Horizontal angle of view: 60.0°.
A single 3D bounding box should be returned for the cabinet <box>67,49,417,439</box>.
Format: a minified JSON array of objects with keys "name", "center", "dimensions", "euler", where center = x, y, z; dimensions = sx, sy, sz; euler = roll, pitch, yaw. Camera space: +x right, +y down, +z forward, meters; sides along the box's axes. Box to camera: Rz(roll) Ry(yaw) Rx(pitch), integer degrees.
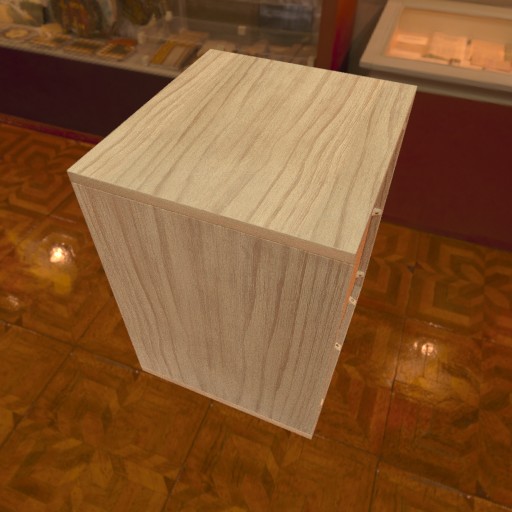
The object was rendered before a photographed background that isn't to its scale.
[{"name":"cabinet","center":[0.000,0.000,0.861],"dimensions":[0.401,0.579,0.409],"euler":[17,49,15]}]
